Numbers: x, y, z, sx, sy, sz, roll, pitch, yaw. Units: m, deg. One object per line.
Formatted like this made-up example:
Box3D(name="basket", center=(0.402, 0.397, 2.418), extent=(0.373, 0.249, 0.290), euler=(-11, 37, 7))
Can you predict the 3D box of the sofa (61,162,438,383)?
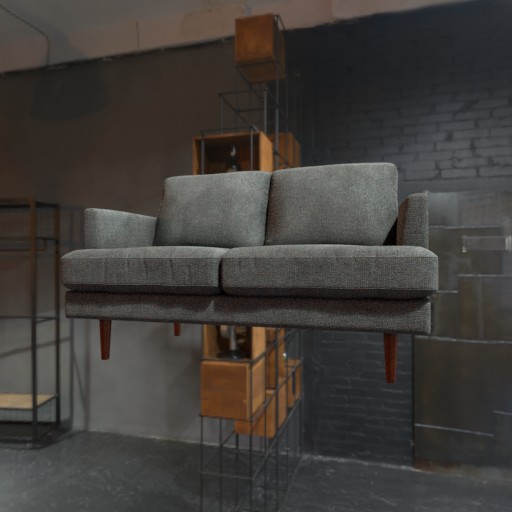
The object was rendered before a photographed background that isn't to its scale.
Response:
Box3D(name="sofa", center=(0.000, 0.000, 2.150), extent=(1.582, 0.956, 0.903), euler=(0, -1, 18))
